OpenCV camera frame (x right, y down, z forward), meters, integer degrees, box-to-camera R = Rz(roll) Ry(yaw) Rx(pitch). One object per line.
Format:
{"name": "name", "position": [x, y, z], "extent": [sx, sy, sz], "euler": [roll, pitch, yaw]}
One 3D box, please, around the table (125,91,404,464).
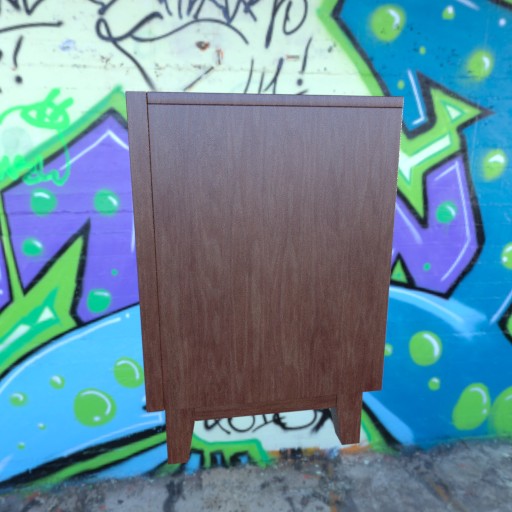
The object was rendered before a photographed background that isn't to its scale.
{"name": "table", "position": [0.000, 0.000, 0.970], "extent": [0.449, 0.609, 0.557], "euler": [-2, 14, -9]}
